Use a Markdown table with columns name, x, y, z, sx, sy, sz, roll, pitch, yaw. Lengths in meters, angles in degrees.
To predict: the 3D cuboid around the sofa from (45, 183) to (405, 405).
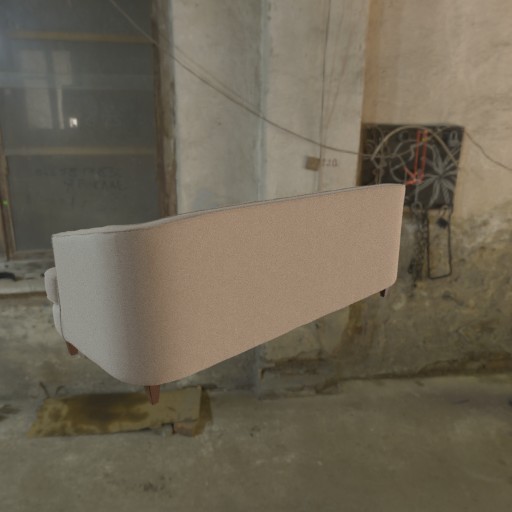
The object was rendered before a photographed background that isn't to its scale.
| name | x | y | z | sx | sy | sz | roll | pitch | yaw |
| --- | --- | --- | --- | --- | --- | --- | --- | --- | --- |
| sofa | 0.000 | 0.000 | 2.779 | 2.278 | 0.855 | 0.941 | -14 | 21 | -41 |
